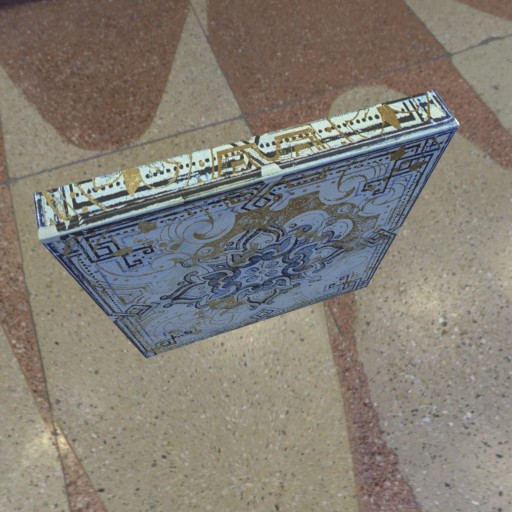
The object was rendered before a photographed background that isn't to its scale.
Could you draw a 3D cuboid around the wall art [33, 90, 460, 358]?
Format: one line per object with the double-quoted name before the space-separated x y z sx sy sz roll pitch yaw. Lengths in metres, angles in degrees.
"wall art" 0.000 0.000 0.446 0.302 0.306 0.038 -17 64 -8
